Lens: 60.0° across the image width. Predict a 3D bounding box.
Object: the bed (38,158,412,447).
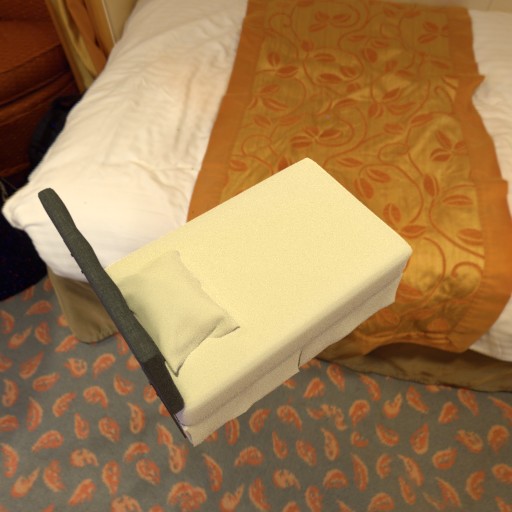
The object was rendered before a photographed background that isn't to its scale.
[{"bbox_3d":[0.000,0.000,2.986,1.997,1.571,1.261,-32,62,-19],"label":"bed"}]
